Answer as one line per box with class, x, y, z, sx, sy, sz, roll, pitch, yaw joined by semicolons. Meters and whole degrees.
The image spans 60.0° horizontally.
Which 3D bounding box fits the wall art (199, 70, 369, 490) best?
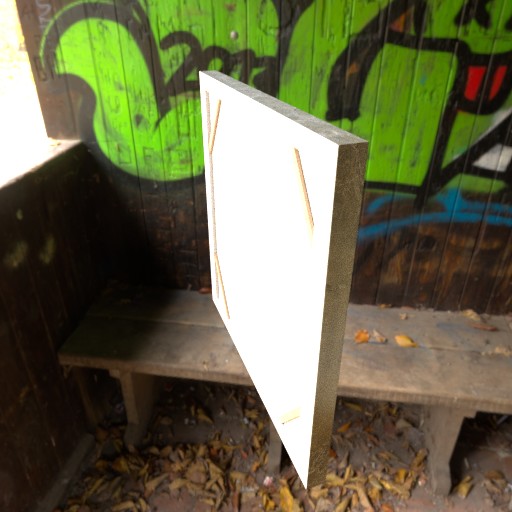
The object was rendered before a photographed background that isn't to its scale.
wall art;0.000;0.000;0.878;0.038;0.610;0.610;-10;32;-18
